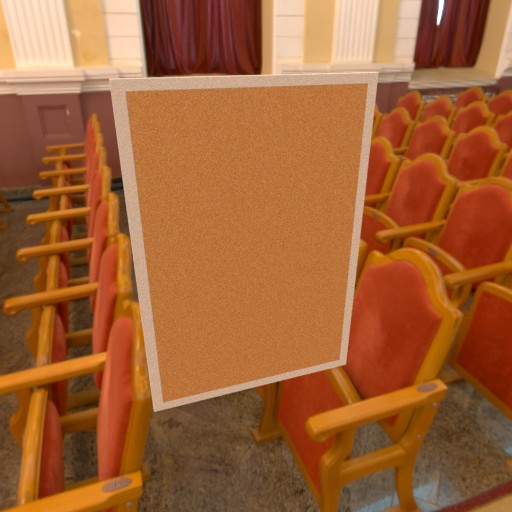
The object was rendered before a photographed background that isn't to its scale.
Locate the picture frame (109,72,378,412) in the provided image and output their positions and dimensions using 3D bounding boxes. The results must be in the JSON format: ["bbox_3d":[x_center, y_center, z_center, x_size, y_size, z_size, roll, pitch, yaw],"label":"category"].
[{"bbox_3d":[0.000,0.000,1.243,0.659,0.940,0.013,-9,27,-17],"label":"picture frame"}]
